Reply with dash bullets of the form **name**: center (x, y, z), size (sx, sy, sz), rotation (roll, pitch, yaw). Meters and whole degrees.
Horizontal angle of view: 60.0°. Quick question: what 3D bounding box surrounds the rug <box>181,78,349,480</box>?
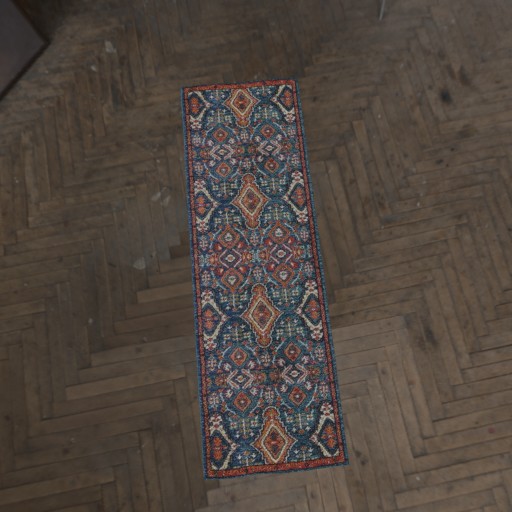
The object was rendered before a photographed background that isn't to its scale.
- **rug**: center (0.000, 0.000, 2.713), size (0.801, 0.010, 2.459), rotation (-5, 76, -1)
